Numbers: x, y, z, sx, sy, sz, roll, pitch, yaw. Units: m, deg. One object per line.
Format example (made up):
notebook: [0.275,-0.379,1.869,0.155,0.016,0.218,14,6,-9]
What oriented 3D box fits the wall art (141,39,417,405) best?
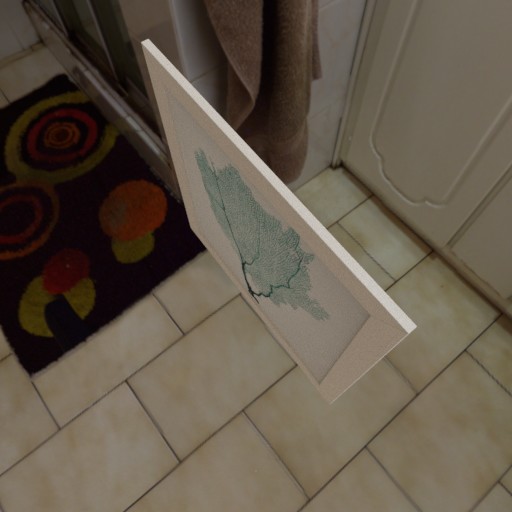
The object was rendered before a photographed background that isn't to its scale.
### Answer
wall art: [0.000,0.000,0.841,0.015,0.577,0.572,-34,69,-15]
